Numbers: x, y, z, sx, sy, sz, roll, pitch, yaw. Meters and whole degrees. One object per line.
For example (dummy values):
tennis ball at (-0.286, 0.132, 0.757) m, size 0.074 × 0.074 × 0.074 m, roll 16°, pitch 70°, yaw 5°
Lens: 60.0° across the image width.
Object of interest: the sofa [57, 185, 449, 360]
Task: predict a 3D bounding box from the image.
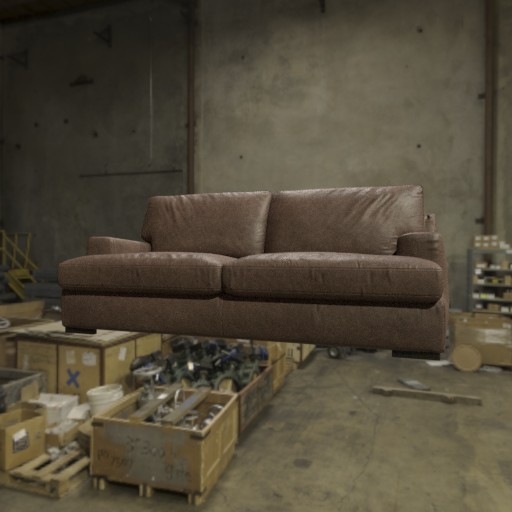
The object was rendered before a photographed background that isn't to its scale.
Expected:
sofa at (0.000, 0.000, 2.847) m, size 2.261 × 0.941 × 1.143 m, roll 0°, pitch 1°, yaw 19°
